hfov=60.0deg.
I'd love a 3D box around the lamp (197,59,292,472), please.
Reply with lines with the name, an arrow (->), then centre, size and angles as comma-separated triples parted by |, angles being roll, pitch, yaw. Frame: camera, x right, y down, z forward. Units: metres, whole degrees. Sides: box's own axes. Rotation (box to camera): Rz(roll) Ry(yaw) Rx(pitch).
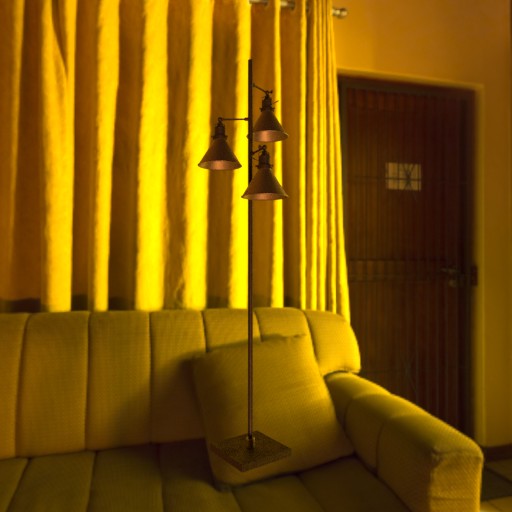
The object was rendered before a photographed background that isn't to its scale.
lamp -> 0.000, 0.000, 1.922 | 0.428, 1.716, 0.415 | 0, 0, -36
